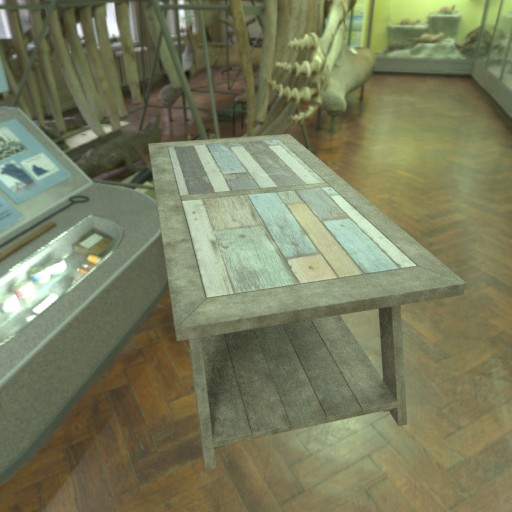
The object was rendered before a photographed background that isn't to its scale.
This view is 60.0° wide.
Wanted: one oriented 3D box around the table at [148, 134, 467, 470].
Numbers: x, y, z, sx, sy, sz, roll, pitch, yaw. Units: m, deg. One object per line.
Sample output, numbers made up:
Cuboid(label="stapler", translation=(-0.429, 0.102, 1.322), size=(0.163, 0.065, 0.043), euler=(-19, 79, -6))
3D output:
Cuboid(label="table", translation=(0.000, 0.000, 1.498), size=(0.610, 0.470, 1.219), euler=(-7, 31, -12))
